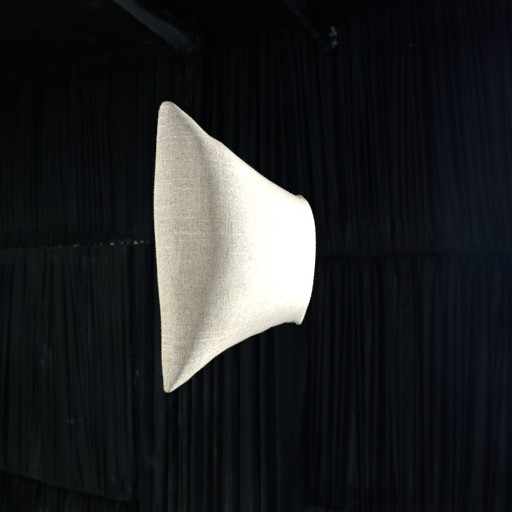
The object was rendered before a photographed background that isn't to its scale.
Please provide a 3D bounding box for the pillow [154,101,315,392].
[{"bbox_3d":[0.000,0.000,1.046,0.197,0.429,0.859,-1,-2,19],"label":"pillow"}]
